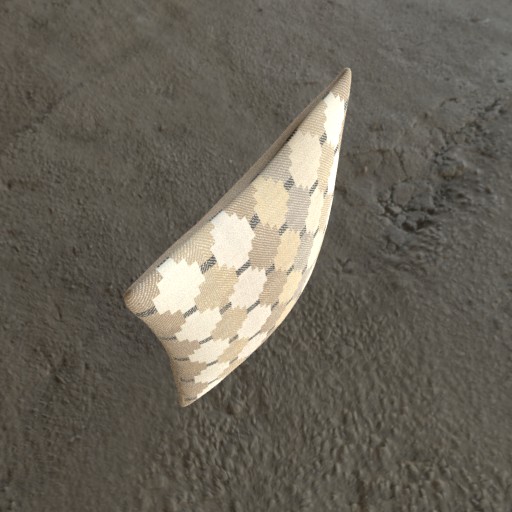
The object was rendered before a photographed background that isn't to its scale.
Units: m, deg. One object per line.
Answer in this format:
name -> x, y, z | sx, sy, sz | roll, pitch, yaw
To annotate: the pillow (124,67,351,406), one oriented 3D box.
pillow -> 0.000, 0.000, 0.889 | 0.192, 0.558, 0.578 | 31, 64, 17
